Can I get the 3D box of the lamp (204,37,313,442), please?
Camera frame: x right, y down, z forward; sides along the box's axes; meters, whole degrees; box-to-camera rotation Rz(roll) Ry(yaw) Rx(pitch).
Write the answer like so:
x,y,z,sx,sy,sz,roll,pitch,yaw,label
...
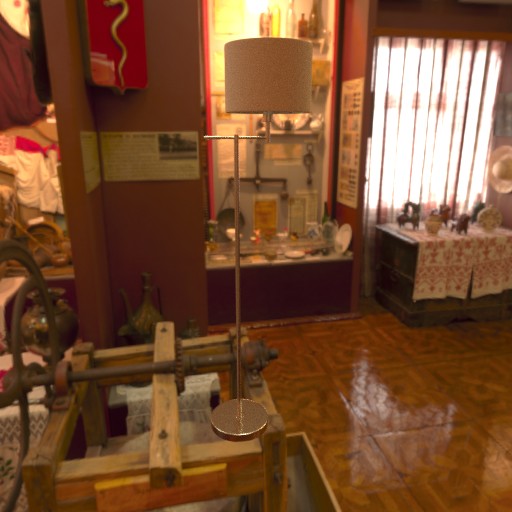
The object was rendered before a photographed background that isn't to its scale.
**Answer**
x,y,z,sx,sy,sz,roll,pitch,yaw,label
0.000,0.000,1.838,0.416,1.600,0.324,-3,16,-10,lamp
